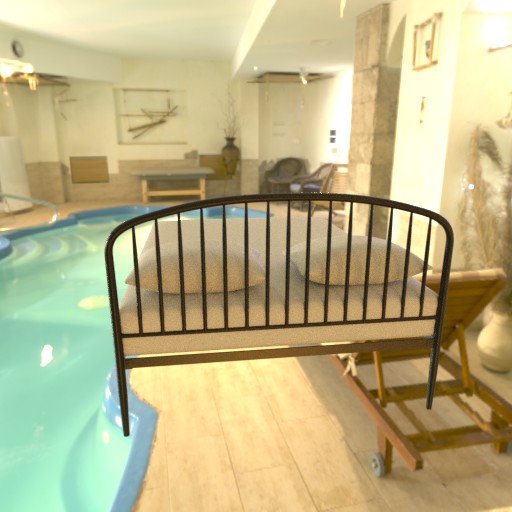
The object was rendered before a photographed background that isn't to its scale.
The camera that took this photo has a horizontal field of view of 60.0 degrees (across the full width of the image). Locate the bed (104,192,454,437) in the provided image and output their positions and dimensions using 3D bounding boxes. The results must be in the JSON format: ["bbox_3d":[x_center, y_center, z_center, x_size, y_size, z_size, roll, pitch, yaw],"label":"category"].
[{"bbox_3d":[0.000,0.000,3.120,1.618,1.166,2.159,-2,16,-8],"label":"bed"}]
